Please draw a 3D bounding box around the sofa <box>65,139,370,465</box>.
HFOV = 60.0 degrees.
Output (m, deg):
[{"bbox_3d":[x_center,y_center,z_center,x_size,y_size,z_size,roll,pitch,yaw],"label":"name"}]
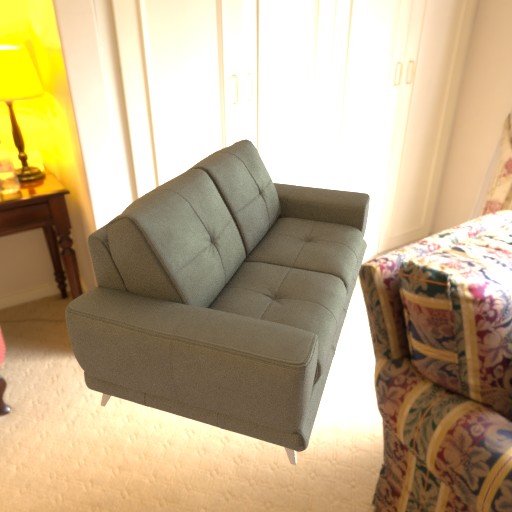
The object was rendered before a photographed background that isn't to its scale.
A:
[{"bbox_3d":[0.000,0.000,2.366,1.018,0.907,1.806,10,30,17],"label":"sofa"}]
